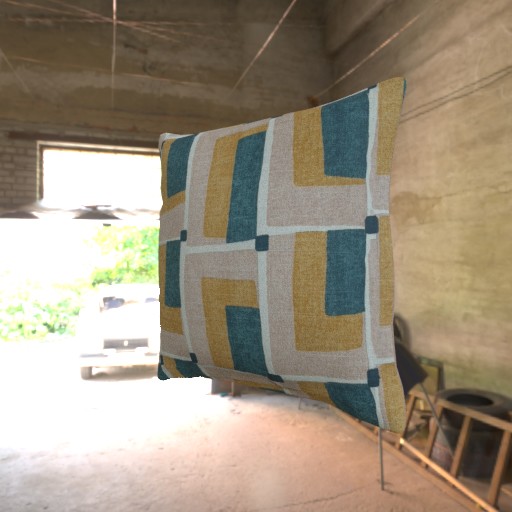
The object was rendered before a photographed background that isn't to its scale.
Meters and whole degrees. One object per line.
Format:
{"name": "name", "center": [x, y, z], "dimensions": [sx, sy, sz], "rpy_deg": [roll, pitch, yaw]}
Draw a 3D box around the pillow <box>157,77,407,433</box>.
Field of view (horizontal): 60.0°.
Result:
{"name": "pillow", "center": [0.000, 0.000, 0.718], "dimensions": [0.478, 0.479, 0.158], "rpy_deg": [0, -1, 36]}
